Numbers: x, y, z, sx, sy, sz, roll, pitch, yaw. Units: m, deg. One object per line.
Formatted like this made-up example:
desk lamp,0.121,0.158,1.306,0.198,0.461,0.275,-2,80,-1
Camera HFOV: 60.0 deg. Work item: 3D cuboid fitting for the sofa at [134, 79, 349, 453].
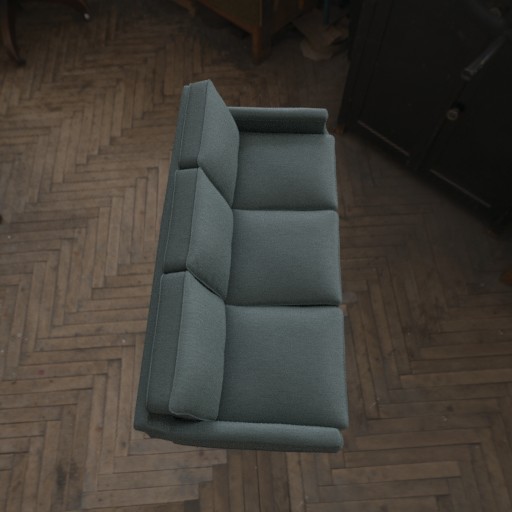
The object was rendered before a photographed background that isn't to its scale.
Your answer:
sofa,0.000,0.000,2.816,1.084,1.003,2.246,2,65,1
